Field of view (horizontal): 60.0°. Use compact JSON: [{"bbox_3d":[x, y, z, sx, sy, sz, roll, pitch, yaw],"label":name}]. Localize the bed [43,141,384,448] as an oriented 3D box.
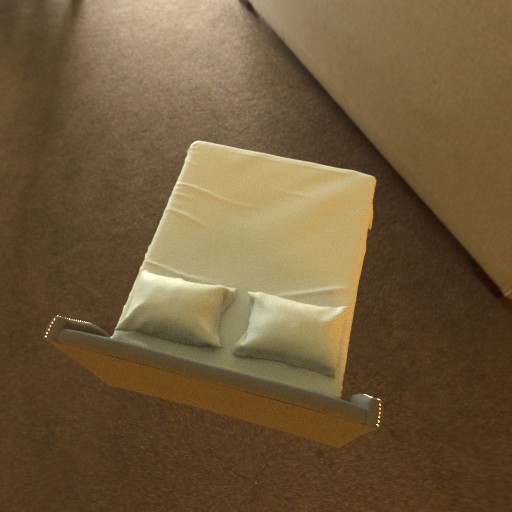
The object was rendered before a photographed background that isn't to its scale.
[{"bbox_3d":[0.000,0.000,3.438,1.925,1.332,2.276,13,64,7],"label":"bed"}]
